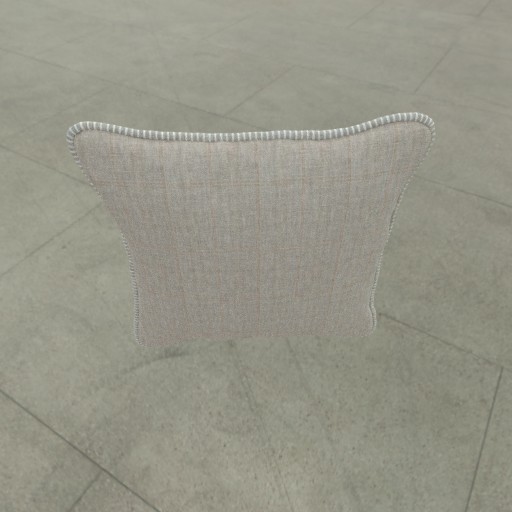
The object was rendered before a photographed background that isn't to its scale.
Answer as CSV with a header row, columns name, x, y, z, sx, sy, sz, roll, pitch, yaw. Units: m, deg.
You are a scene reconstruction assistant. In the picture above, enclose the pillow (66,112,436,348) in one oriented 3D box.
name,x,y,z,sx,sy,sz,roll,pitch,yaw
pillow,0.000,0.000,0.734,0.485,0.494,0.124,-3,45,-3
